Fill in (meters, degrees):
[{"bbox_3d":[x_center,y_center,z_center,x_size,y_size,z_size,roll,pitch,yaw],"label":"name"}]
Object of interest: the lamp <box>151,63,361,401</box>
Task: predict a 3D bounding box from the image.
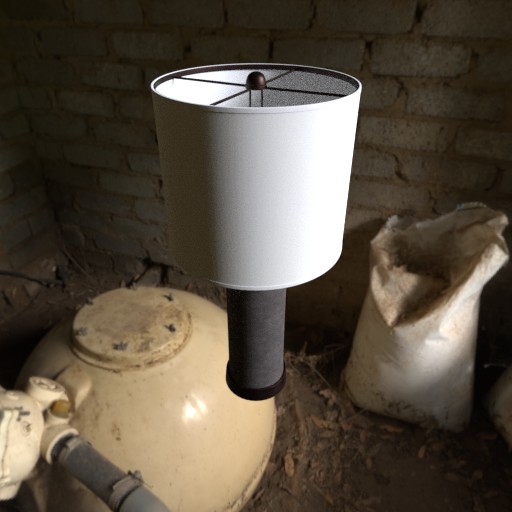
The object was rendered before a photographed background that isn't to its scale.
[{"bbox_3d":[0.000,0.000,0.806,0.301,0.630,0.301,-10,34,-15],"label":"lamp"}]
